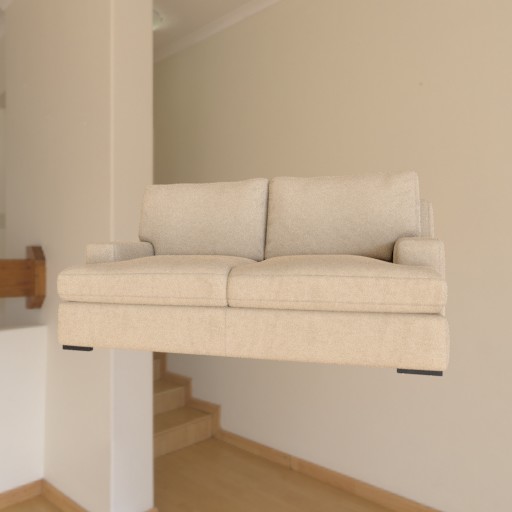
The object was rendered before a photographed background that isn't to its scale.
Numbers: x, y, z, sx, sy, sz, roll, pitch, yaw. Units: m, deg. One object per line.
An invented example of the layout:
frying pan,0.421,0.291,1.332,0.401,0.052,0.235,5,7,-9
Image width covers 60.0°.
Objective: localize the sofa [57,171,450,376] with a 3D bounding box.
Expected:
sofa,0.000,0.000,2.421,1.885,0.967,0.962,0,0,17
